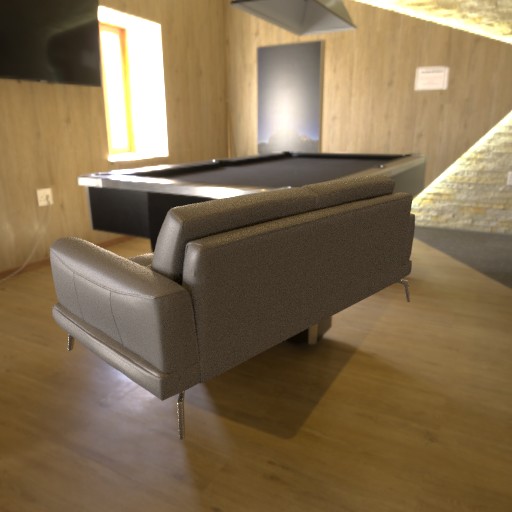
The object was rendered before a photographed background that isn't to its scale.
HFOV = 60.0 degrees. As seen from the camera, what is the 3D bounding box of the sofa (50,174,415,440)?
[{"bbox_3d":[0.000,0.000,2.740,1.121,0.930,2.177,16,23,42],"label":"sofa"}]
